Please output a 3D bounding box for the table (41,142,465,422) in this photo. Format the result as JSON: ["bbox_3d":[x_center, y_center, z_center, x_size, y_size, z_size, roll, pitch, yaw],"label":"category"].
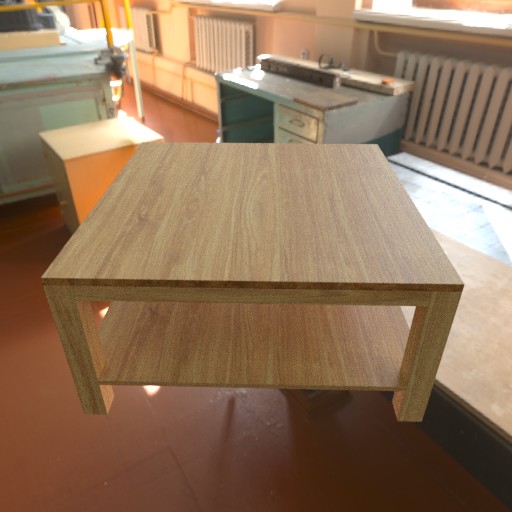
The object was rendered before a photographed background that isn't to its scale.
[{"bbox_3d":[0.000,0.000,1.439,0.900,0.450,0.900,1,33,1],"label":"table"}]
